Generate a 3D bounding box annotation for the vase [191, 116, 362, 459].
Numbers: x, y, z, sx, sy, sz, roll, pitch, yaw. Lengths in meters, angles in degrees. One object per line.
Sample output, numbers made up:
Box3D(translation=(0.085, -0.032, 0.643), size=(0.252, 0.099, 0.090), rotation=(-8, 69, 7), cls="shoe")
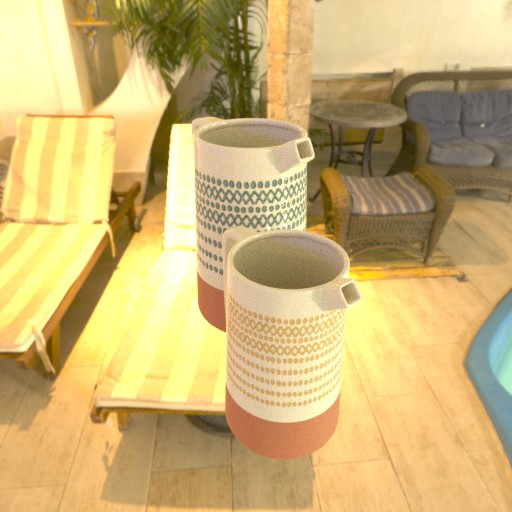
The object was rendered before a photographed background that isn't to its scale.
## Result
Box3D(translation=(0.000, 0.000, 0.477), size=(0.168, 0.247, 0.326), rotation=(1, 31, 1), cls="vase")
